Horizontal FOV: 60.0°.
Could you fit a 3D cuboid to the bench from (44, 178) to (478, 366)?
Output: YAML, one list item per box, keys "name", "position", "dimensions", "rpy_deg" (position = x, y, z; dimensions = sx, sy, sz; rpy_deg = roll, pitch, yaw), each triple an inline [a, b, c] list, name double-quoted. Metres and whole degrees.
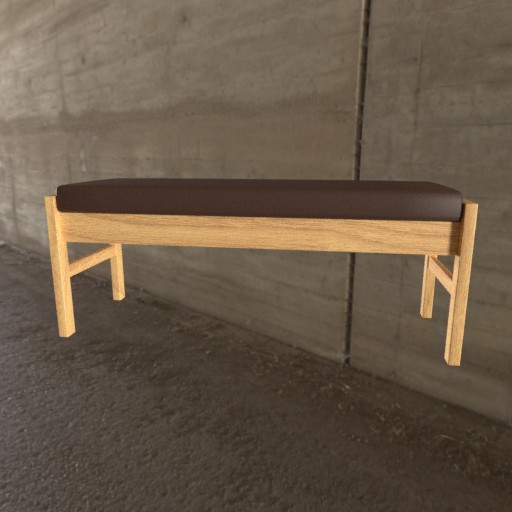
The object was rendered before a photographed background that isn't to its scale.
- name: "bench"
  position: [0.000, 0.000, 1.450]
  dimensions: [1.200, 0.480, 0.405]
  rpy_deg: [2, 13, 9]
